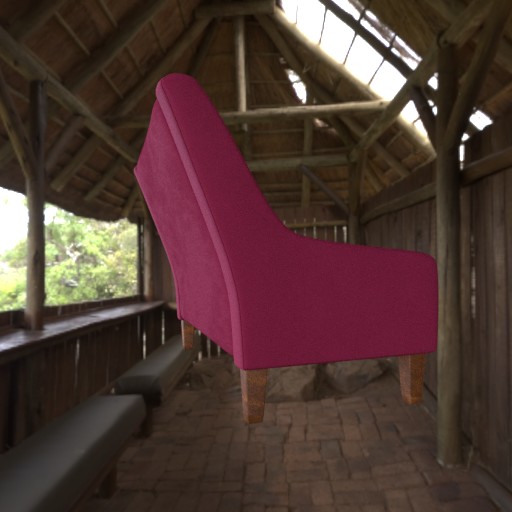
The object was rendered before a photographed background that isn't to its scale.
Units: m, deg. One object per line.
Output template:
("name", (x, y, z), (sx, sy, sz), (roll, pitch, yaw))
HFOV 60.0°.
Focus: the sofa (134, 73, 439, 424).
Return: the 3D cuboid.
("sofa", (0.000, 0.000, 1.888), (0.946, 0.976, 1.242), (0, -1, -18))
